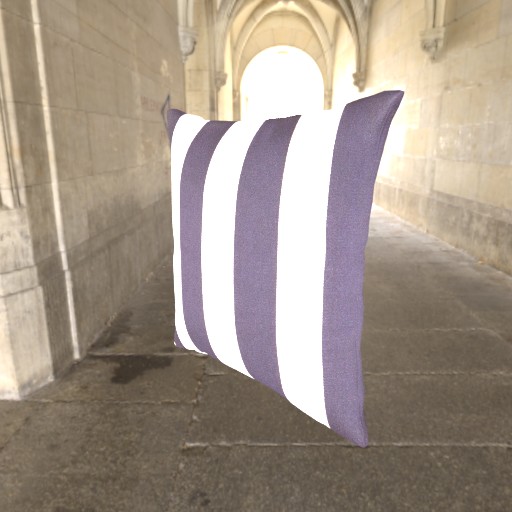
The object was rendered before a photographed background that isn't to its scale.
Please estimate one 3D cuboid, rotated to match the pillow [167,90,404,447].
[{"bbox_3d":[0.000,0.000,0.796,0.189,0.526,0.536,-14,20,-42],"label":"pillow"}]
